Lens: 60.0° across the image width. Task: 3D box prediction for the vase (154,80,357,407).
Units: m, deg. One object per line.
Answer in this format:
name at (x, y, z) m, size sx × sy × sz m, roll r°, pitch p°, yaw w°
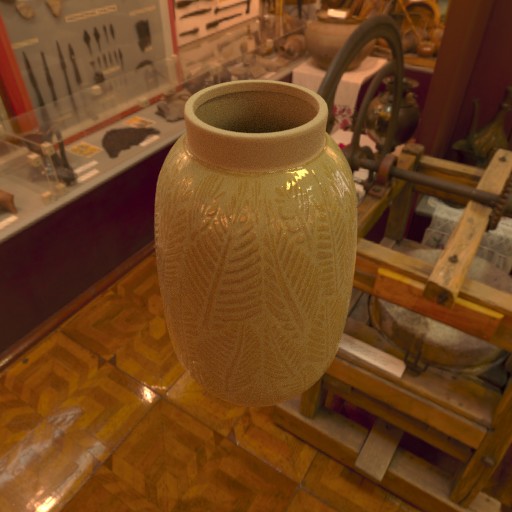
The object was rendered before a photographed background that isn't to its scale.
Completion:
vase at (0.000, 0.000, 0.386) m, size 0.172 × 0.270 × 0.172 m, roll 0°, pitch 41°, yaw 0°
